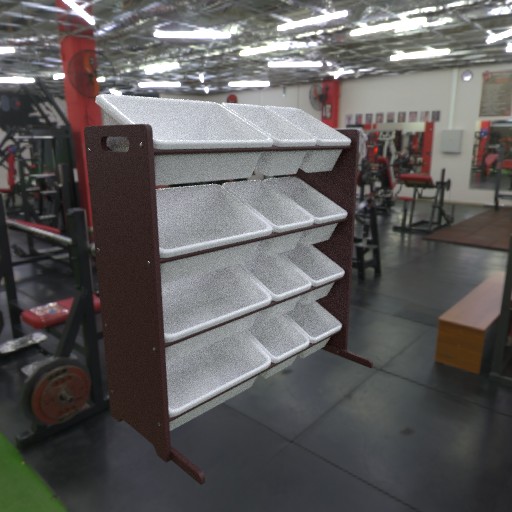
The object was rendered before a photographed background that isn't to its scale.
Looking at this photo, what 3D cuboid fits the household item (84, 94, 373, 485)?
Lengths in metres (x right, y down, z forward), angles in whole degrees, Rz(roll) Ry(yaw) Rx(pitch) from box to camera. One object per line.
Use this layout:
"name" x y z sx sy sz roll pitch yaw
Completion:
"household item" 0.000 0.000 1.289 0.389 0.864 0.787 14 20 43
